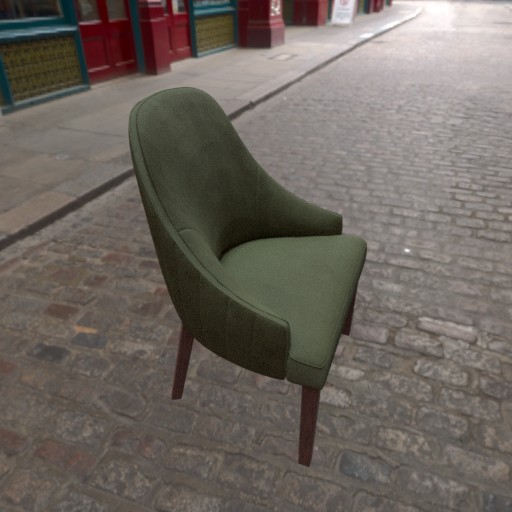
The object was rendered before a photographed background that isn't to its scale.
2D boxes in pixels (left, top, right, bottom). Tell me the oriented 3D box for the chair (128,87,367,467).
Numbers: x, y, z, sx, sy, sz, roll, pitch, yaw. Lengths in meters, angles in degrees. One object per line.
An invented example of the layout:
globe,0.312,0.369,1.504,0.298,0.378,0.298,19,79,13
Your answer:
chair,0.000,0.000,1.301,0.575,0.889,0.643,11,33,18
